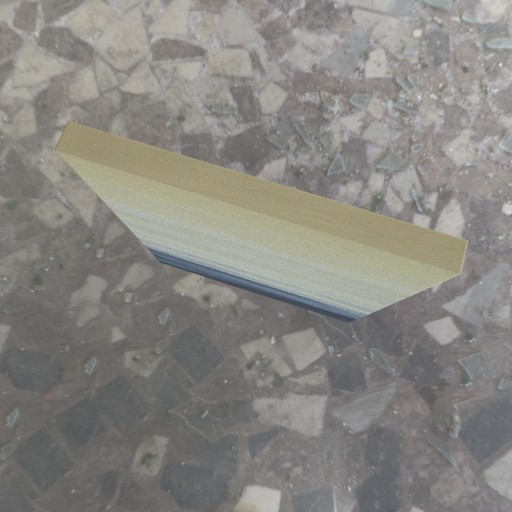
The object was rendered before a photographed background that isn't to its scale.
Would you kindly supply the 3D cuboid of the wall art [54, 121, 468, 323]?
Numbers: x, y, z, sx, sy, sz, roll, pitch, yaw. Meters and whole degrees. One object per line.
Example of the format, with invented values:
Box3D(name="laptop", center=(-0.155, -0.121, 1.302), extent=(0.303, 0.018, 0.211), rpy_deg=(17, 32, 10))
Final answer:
Box3D(name="wall art", center=(0.000, 0.000, 0.808), extent=(0.489, 0.608, 0.040), rpy_deg=(17, 77, 4))
